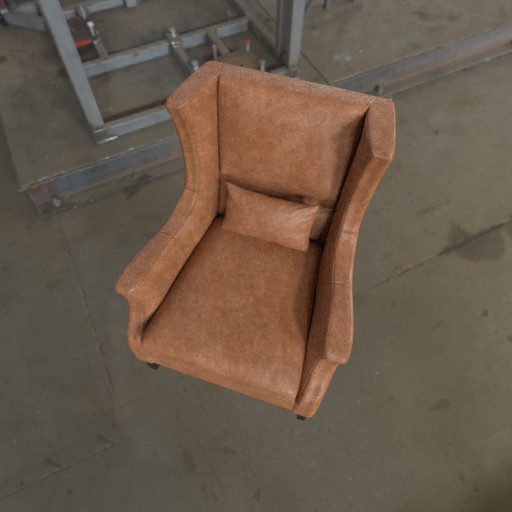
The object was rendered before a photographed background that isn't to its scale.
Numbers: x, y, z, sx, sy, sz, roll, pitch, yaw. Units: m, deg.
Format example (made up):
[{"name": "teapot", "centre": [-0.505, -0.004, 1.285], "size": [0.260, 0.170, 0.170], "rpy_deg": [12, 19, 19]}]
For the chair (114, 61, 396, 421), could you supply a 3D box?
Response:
[{"name": "chair", "centre": [0.000, 0.000, 1.730], "size": [0.853, 1.016, 0.926], "rpy_deg": [16, 61, 9]}]
